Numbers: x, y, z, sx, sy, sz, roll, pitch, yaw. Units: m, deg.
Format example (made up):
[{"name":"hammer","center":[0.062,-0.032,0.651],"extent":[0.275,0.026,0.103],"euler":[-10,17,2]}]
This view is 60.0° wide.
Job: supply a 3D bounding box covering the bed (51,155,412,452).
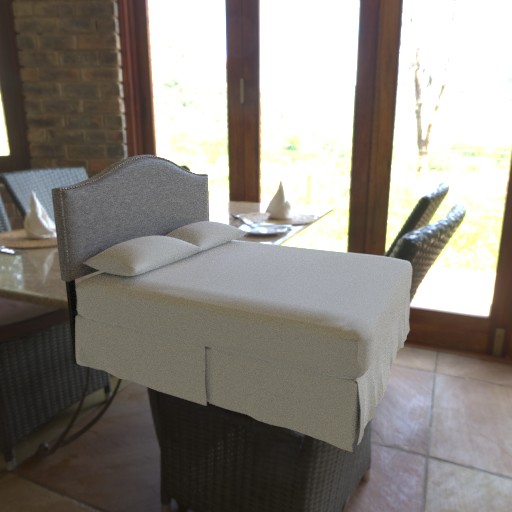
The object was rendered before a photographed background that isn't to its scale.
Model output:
[{"name":"bed","center":[0.000,0.000,2.949],"extent":[1.870,1.295,1.610],"euler":[7,16,26]}]
